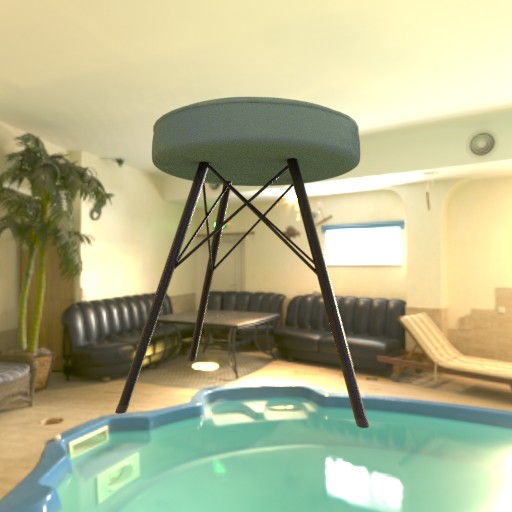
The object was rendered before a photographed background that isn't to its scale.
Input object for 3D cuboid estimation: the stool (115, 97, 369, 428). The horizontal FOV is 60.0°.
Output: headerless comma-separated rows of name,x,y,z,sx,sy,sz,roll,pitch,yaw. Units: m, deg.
stool,0.000,0.000,0.889,0.458,0.519,0.457,0,-1,18
